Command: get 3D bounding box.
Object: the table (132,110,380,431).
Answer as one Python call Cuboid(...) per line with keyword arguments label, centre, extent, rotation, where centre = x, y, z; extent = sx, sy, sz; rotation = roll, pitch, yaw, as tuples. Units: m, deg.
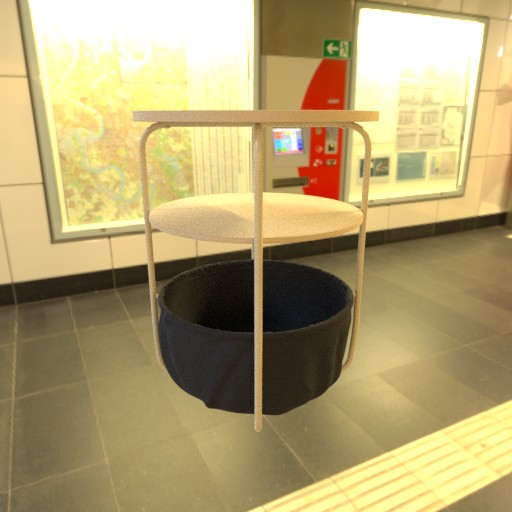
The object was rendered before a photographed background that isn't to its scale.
Cuboid(label="table", centre=(0.000, 0.000, 0.856), extent=(0.418, 0.532, 0.418), rotation=(16, 24, 41))
